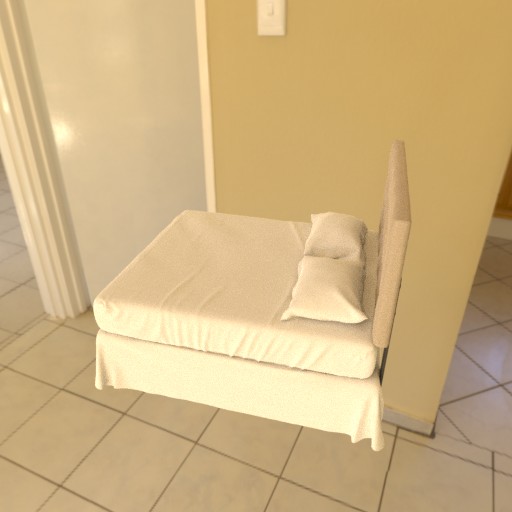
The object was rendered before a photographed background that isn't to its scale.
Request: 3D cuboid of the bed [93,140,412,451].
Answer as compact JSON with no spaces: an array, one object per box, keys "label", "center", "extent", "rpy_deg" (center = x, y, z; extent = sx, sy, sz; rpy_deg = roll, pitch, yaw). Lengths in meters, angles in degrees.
[{"label":"bed","center":[0.000,0.000,3.511],"extent":[2.222,1.577,1.936],"rpy_deg":[7,30,13]}]
